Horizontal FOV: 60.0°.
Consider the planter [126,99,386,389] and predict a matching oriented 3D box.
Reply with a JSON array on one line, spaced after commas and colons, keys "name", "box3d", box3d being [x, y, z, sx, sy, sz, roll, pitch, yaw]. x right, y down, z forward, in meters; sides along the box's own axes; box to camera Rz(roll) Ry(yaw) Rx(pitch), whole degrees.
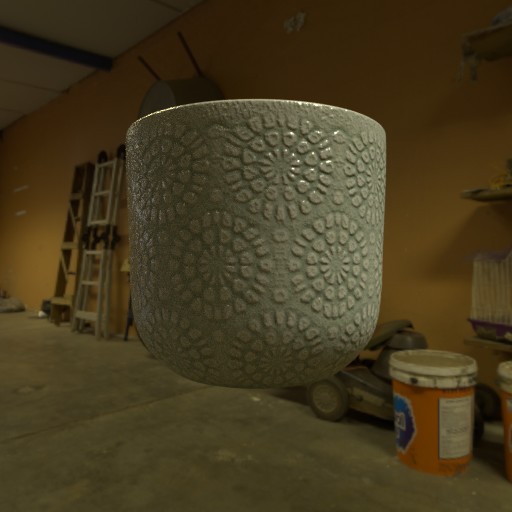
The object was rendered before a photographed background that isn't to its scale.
[{"name": "planter", "box3d": [0.000, 0.000, 0.300, 0.169, 0.153, 0.169, 0, 0, 0]}]
